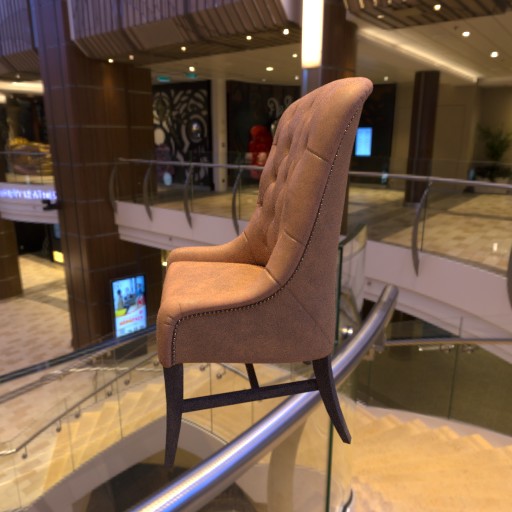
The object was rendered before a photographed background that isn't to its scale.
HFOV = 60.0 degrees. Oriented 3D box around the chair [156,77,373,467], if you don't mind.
[{"bbox_3d":[0.000,0.000,1.457,0.629,1.091,0.634,-2,15,-8],"label":"chair"}]
